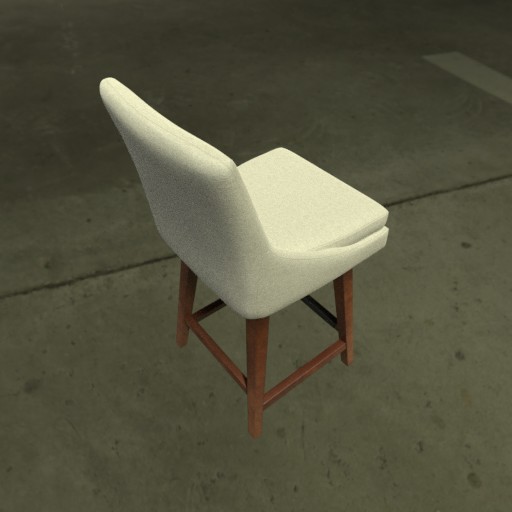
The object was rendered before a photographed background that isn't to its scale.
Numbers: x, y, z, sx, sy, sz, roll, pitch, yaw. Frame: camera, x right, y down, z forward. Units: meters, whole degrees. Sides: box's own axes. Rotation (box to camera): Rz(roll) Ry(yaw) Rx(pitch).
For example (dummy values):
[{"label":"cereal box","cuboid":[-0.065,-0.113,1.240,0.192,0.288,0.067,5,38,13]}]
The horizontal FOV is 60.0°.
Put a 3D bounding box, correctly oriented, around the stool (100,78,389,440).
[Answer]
[{"label":"stool","cuboid":[0.000,0.000,1.251,0.559,0.991,0.469,-28,50,-27]}]
